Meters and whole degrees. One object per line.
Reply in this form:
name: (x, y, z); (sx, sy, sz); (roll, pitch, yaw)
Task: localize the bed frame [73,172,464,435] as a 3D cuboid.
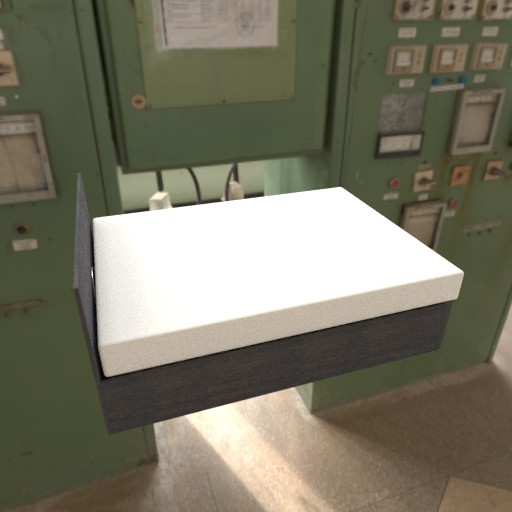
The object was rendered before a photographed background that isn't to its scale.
bed frame: (0.000, 0.000, 2.675); (1.900, 0.800, 1.400); (-9, 30, -16)
